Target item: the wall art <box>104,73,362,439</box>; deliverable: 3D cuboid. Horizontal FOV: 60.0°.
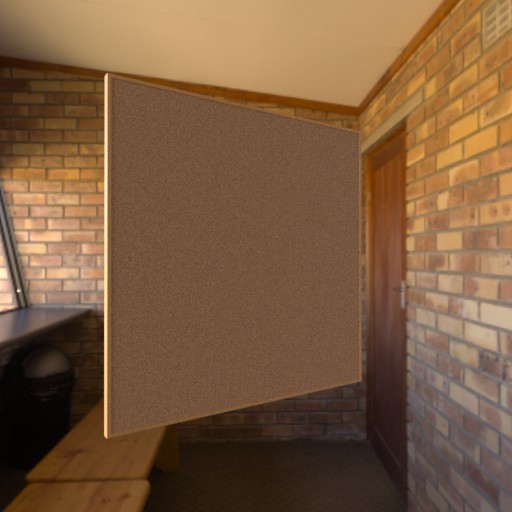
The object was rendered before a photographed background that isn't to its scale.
[{"bbox_3d":[0.000,0.000,0.685,0.457,0.455,0.013,0,0,-34],"label":"wall art"}]
